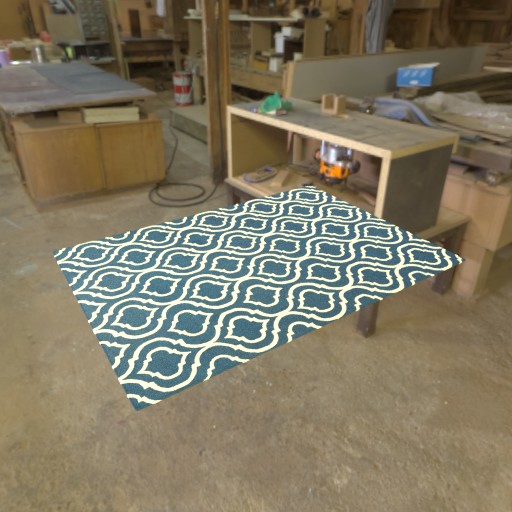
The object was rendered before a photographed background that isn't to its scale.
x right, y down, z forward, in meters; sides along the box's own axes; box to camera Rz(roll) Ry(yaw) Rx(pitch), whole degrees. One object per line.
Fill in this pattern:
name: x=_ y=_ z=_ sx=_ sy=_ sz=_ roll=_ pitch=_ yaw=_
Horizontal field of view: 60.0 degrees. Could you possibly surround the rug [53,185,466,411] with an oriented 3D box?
rug: x=0.000 y=0.000 z=2.803 sx=2.134 sy=0.010 sz=1.524 roll=-18 pitch=35 yaw=-28
